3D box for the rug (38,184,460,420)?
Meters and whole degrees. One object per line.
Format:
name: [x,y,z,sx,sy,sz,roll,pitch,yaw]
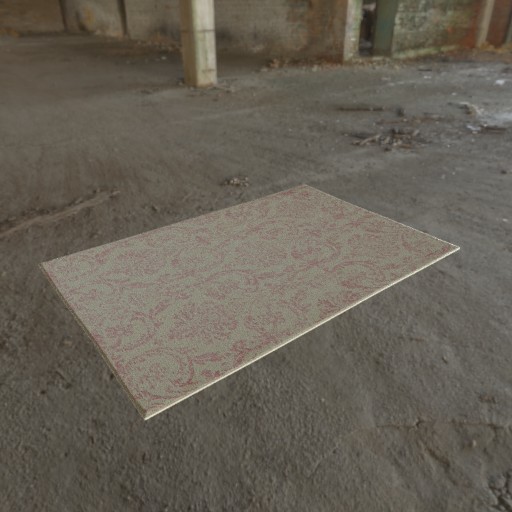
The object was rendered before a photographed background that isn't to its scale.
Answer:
rug: [0.000,0.000,3.443,2.746,0.018,1.819,-21,36,-32]
